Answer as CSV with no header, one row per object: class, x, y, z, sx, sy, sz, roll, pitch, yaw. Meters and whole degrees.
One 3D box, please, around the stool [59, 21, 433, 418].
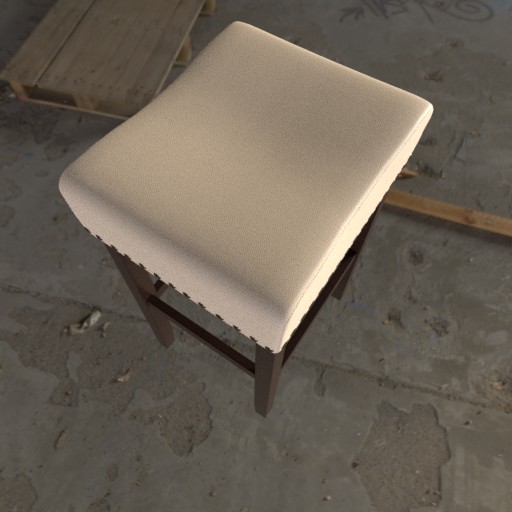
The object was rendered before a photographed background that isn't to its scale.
stool,0.000,0.000,1.002,0.401,0.762,0.471,31,65,16
